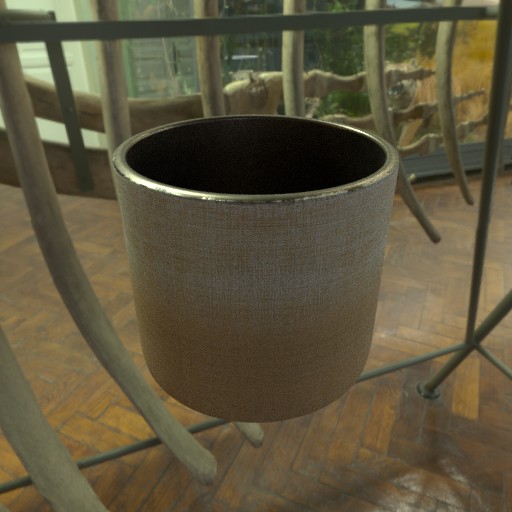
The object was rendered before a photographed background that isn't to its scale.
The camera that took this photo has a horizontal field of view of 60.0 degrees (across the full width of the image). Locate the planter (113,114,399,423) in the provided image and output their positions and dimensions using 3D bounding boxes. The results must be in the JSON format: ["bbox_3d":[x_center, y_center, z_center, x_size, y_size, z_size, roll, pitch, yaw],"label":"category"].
[{"bbox_3d":[0.000,0.000,0.396,0.221,0.201,0.221,0,30,0],"label":"planter"}]
